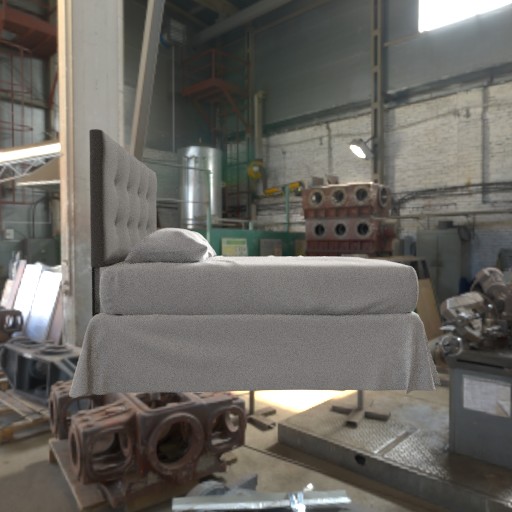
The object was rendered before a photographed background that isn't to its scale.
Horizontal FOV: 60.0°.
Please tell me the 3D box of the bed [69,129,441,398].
[{"bbox_3d":[0.000,0.000,3.506,2.222,1.577,1.936,0,2,-2],"label":"bed"}]
